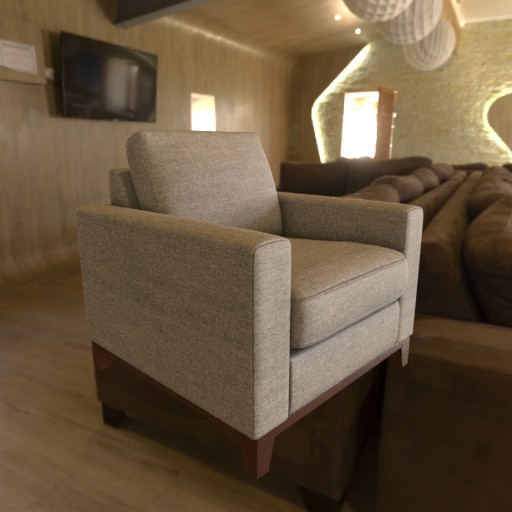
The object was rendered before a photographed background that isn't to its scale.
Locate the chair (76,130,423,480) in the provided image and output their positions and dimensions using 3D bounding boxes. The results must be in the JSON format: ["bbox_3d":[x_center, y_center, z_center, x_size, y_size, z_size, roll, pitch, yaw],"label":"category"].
[{"bbox_3d":[0.000,0.000,1.831,1.038,1.010,1.024,13,19,42],"label":"chair"}]
